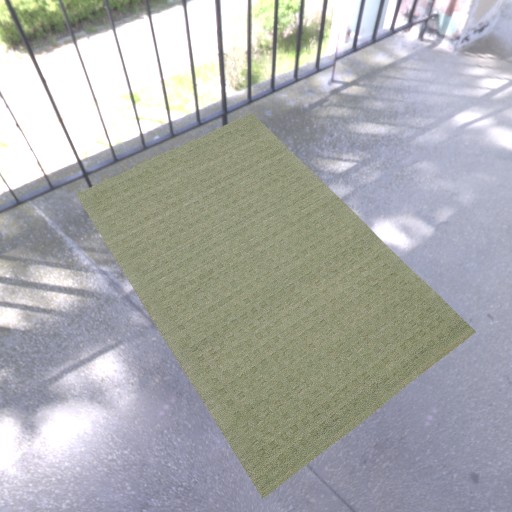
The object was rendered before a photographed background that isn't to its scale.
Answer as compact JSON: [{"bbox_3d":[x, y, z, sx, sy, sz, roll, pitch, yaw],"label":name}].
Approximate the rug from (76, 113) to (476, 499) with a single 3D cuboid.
[{"bbox_3d":[0.000,0.000,2.155,1.143,0.006,1.747,-30,62,-18],"label":"rug"}]
